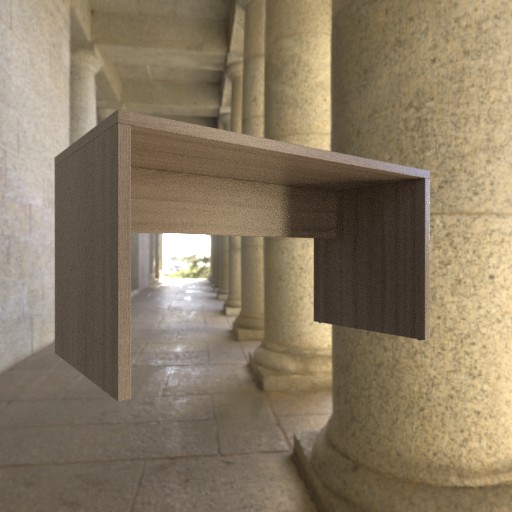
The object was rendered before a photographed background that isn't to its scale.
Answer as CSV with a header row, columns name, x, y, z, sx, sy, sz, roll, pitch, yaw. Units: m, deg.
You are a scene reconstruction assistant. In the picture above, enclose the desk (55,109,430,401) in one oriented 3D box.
name,x,y,z,sx,sy,sz,roll,pitch,yaw
desk,0.000,0.000,1.806,1.380,0.745,0.690,0,0,-37
